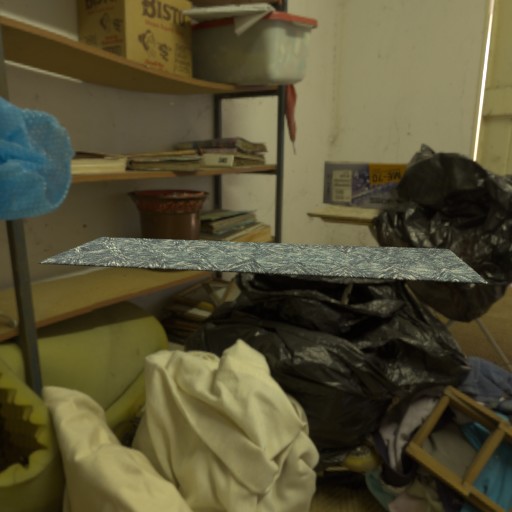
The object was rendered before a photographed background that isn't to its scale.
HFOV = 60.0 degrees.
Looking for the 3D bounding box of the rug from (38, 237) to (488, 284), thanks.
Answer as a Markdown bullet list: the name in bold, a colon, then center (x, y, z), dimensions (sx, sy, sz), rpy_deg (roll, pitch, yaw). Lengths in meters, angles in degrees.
- **rug**: center (0.000, 0.000, 2.572), dimensions (2.306, 0.013, 0.719), rpy_deg (2, 14, 9)
